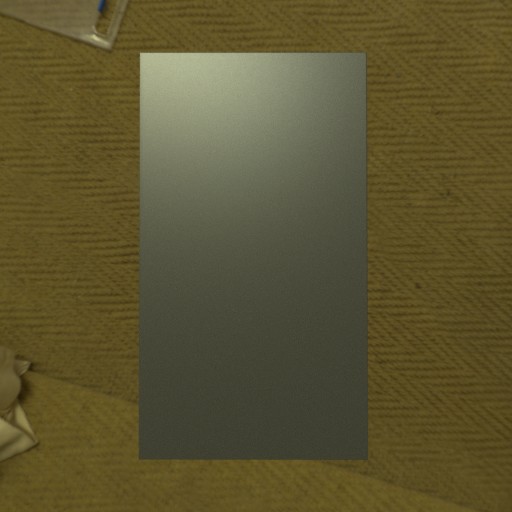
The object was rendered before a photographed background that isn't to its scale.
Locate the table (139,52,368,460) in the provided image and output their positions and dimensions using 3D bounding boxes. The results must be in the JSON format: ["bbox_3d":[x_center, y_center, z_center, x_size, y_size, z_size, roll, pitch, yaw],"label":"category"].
[{"bbox_3d":[0.000,0.000,1.408,0.612,0.493,1.068,0,89,0],"label":"table"}]
